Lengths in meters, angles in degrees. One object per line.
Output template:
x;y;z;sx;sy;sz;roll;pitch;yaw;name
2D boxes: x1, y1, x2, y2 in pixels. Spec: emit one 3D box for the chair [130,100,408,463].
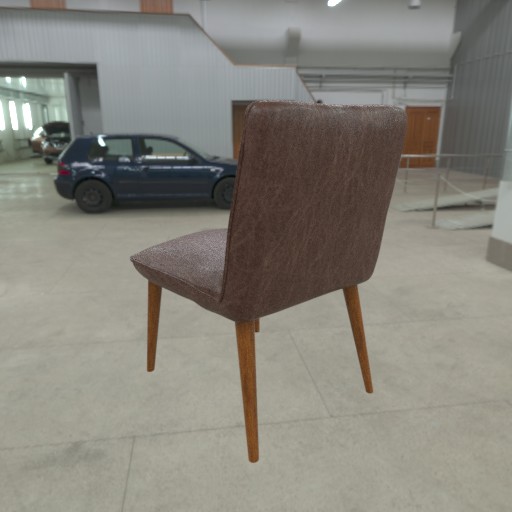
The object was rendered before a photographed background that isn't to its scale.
0.000;0.000;1.256;0.543;0.803;0.645;-15;22;-42;chair
